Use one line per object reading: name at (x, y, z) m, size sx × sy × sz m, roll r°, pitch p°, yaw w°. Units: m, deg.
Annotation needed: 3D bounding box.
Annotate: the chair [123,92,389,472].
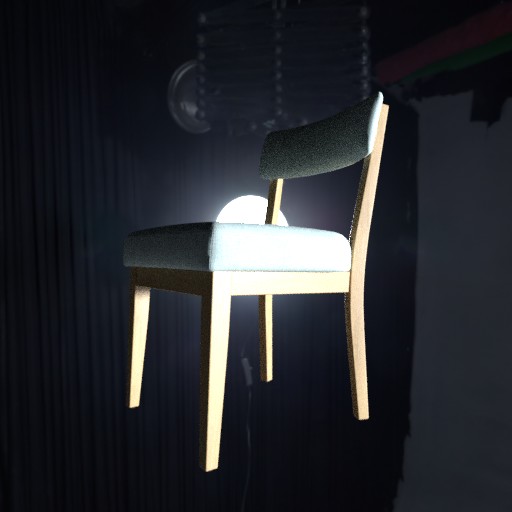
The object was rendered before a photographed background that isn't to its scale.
chair at (0.000, 0.000, 1.185) m, size 0.572 × 0.832 × 0.508 m, roll 0°, pitch 0°, yaw -35°
